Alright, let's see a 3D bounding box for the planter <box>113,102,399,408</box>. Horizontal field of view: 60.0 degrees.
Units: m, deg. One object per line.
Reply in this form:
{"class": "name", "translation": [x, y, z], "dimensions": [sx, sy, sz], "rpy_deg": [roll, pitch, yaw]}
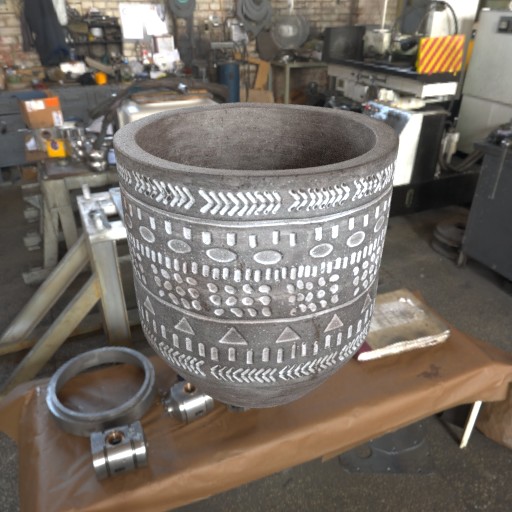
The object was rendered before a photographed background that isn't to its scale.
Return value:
{"class": "planter", "translation": [0.000, 0.000, 0.224], "dimensions": [0.122, 0.128, 0.122], "rpy_deg": [0, 30, 0]}
